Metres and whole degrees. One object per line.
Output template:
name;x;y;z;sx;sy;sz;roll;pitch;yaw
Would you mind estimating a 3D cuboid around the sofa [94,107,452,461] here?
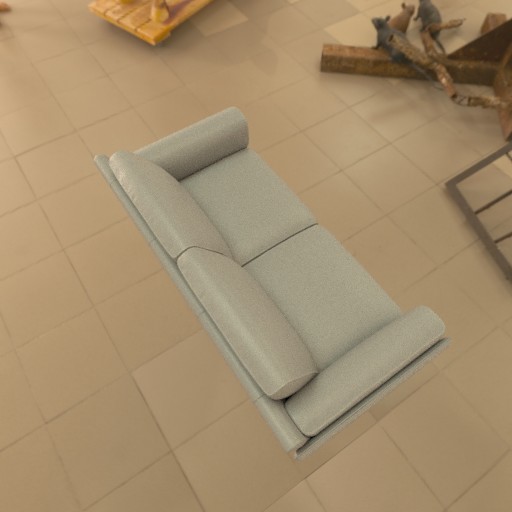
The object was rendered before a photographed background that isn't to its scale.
sofa;0.000;0.000;2.654;1.049;0.930;2.101;-31;64;-17
